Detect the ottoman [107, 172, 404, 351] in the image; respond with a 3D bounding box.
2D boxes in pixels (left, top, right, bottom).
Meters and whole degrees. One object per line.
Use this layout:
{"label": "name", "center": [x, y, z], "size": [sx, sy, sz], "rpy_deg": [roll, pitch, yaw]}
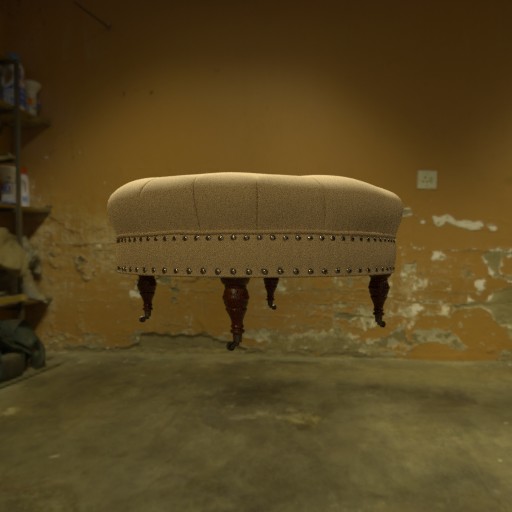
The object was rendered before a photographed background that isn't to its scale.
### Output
{"label": "ottoman", "center": [0.000, 0.000, 1.415], "size": [0.901, 0.439, 0.901], "rpy_deg": [0, 0, 0]}
